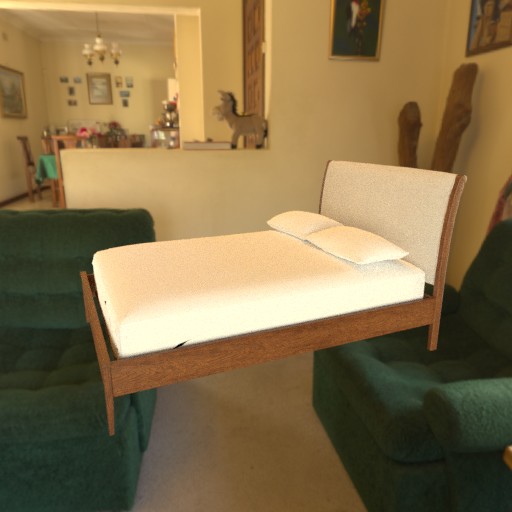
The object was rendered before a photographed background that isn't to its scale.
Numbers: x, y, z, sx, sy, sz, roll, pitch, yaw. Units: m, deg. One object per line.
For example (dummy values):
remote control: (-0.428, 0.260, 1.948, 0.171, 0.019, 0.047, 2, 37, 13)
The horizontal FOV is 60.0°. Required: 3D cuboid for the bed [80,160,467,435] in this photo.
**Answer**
bed: (0.000, 0.000, 3.281, 2.380, 1.250, 1.612, -7, 18, -23)
